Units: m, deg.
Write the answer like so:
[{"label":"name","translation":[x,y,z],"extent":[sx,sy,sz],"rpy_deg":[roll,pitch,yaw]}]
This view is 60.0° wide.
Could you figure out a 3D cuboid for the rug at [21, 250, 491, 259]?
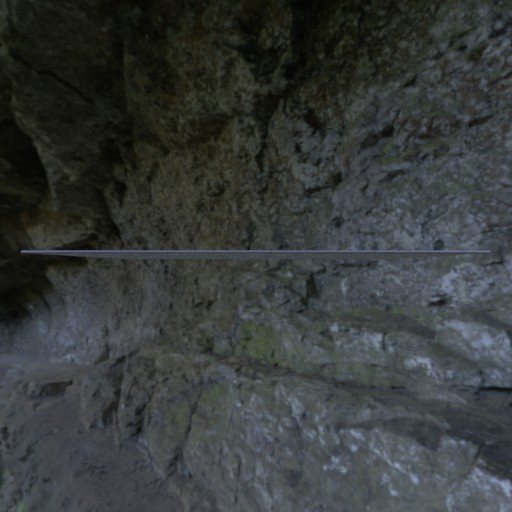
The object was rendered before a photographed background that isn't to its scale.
[{"label":"rug","translation":[0.000,0.000,2.923],"extent":[2.260,0.013,1.600],"rpy_deg":[0,-2,0]}]
